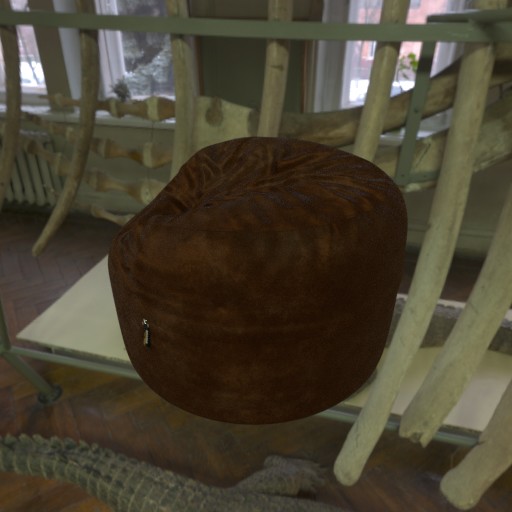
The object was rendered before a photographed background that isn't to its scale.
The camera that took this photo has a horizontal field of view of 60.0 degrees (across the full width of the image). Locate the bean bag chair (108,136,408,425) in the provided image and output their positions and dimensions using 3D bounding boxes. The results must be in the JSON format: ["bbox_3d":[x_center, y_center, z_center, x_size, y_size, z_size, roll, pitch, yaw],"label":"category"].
[{"bbox_3d":[0.000,0.000,1.444,0.918,0.616,0.918,0,29,0],"label":"bean bag chair"}]
